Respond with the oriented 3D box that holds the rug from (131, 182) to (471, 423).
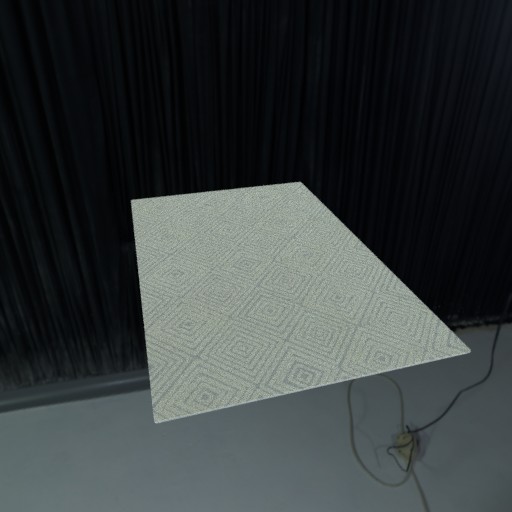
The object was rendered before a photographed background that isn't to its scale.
[{"bbox_3d":[0.000,0.000,2.214,1.143,0.008,1.753,-8,32,-14],"label":"rug"}]
